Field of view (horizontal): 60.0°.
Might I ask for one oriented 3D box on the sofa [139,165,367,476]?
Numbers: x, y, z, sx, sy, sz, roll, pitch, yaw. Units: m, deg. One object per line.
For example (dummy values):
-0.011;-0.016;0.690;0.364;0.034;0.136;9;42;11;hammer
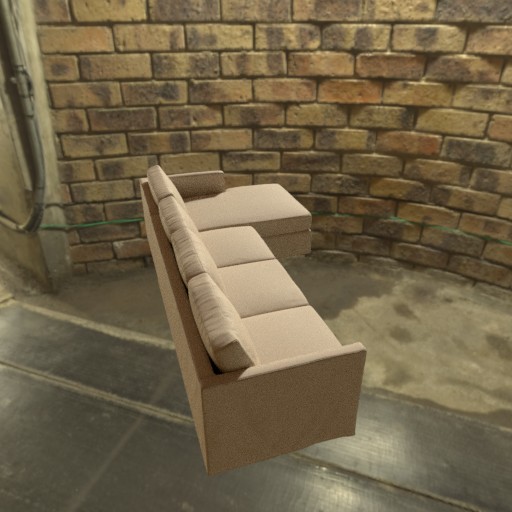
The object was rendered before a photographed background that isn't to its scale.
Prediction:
0.000;0.000;3.806;1.622;0.871;3.206;-9;31;-16;sofa
